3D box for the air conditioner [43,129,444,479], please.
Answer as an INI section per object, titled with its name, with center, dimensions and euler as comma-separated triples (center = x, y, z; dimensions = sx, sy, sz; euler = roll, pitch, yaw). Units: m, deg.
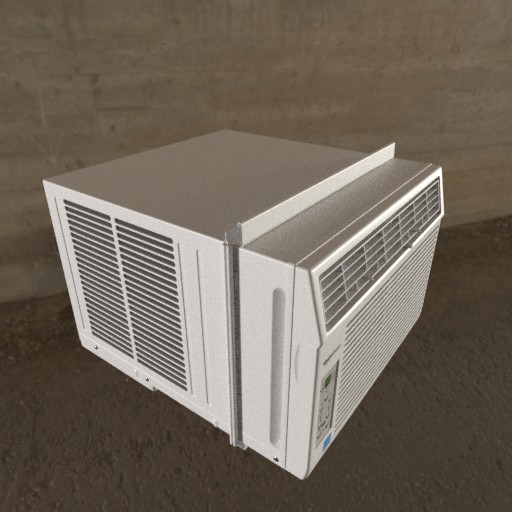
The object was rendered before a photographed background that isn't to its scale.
[air conditioner]
center = 0.000, 0.000, 0.853
dimensions = 0.546, 0.388, 0.503
euler = 19, 34, 32
